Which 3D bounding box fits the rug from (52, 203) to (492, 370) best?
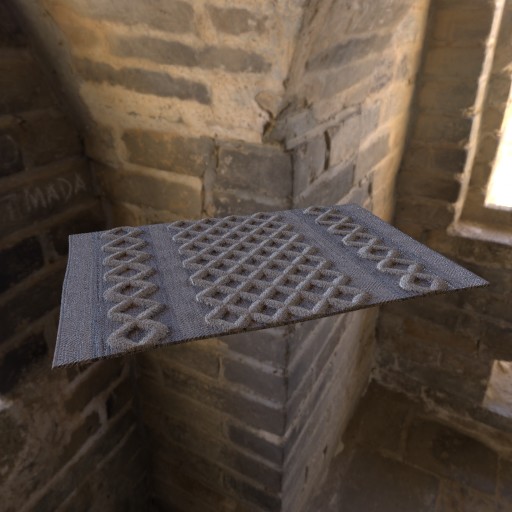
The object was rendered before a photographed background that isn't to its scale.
[{"bbox_3d":[0.000,0.000,2.240,1.823,0.030,1.222,-8,26,-17],"label":"rug"}]
